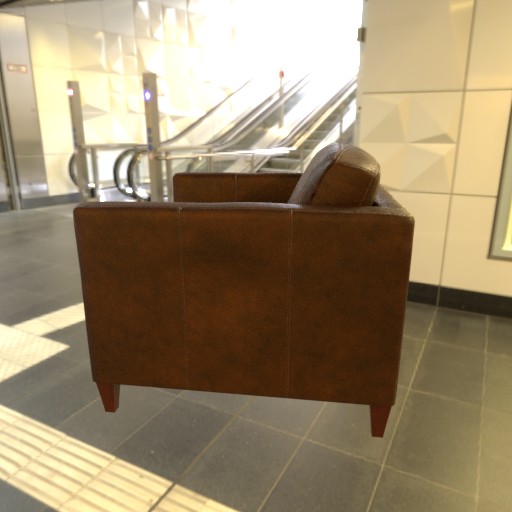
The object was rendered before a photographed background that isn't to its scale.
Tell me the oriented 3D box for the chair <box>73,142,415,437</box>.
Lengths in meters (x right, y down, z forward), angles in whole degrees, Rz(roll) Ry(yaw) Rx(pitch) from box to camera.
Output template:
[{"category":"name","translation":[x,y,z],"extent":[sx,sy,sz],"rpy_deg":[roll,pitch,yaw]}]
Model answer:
[{"category":"chair","translation":[0.000,0.000,1.743],"extent":[0.975,0.864,0.990],"rpy_deg":[2,16,8]}]
